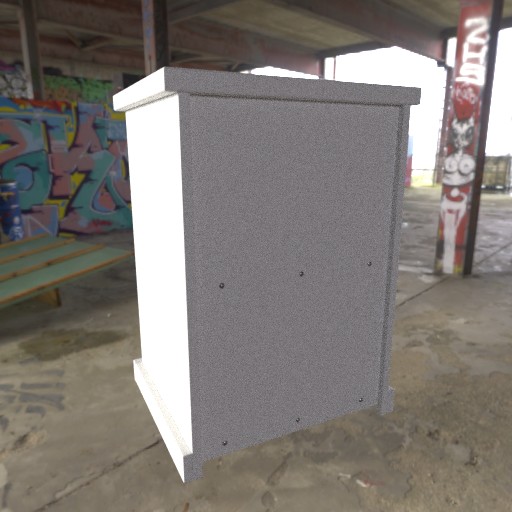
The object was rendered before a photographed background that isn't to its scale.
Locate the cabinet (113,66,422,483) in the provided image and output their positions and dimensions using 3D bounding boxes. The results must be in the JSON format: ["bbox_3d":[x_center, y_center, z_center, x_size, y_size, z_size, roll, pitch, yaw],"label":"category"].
[{"bbox_3d":[0.000,0.000,1.033,0.520,0.723,0.431,-7,16,-26],"label":"cabinet"}]
